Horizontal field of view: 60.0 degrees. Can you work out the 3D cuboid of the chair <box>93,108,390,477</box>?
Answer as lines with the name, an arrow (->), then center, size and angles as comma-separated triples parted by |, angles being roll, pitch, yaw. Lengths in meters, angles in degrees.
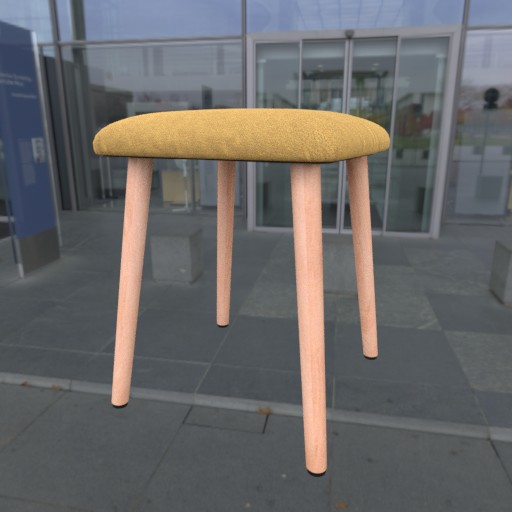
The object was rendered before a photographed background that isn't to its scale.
chair -> 0.000, 0.000, 0.701 | 0.350, 0.440, 0.350 | 8, 18, 25
